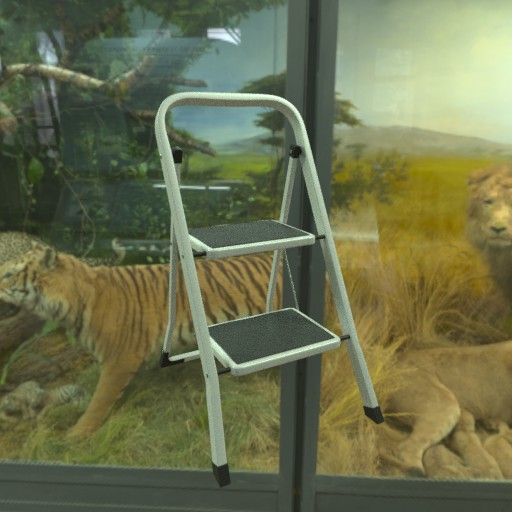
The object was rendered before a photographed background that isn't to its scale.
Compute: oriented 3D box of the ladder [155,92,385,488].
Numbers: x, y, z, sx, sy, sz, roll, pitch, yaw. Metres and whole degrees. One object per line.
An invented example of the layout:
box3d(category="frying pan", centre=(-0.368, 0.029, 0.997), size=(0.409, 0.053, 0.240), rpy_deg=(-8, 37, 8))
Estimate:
box3d(category="ladder", centre=(0.000, 0.000, 1.148), size=(0.460, 0.810, 0.544), rpy_deg=(-9, 19, -27))
